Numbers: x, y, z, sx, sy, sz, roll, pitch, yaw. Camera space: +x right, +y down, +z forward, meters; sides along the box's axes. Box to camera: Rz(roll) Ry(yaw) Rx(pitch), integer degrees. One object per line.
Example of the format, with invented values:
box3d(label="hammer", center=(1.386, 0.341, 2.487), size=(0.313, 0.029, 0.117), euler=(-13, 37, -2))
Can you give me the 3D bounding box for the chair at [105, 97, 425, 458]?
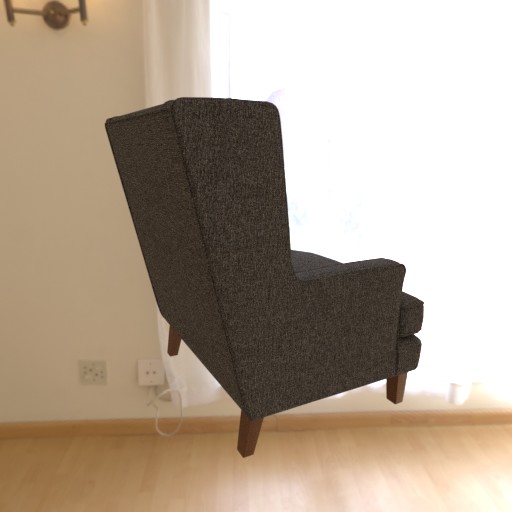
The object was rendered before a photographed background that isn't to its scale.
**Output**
box3d(label="chair", center=(0.000, 0.000, 1.757), size=(0.927, 1.082, 0.942), euler=(-7, 16, -27))
